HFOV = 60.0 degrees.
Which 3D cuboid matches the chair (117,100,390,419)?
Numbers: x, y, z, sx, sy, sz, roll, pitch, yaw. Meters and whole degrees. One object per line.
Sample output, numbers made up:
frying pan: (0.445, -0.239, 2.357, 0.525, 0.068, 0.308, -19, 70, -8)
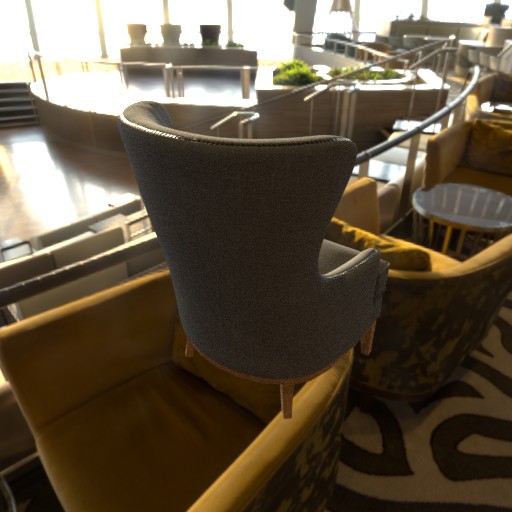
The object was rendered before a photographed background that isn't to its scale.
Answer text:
chair: (0.000, 0.000, 1.800, 0.864, 1.176, 0.883, 22, 37, 33)
